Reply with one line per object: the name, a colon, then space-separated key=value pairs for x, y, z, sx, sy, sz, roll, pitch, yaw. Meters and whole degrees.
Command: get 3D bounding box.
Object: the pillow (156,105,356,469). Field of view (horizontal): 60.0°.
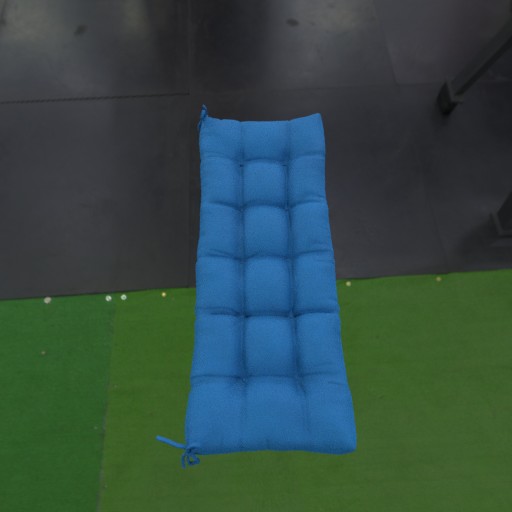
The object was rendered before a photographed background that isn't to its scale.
pillow: x=0.000 y=0.000 z=1.385 sx=0.511 sy=0.174 sz=1.194 roll=-1 pitch=64 yaw=0
